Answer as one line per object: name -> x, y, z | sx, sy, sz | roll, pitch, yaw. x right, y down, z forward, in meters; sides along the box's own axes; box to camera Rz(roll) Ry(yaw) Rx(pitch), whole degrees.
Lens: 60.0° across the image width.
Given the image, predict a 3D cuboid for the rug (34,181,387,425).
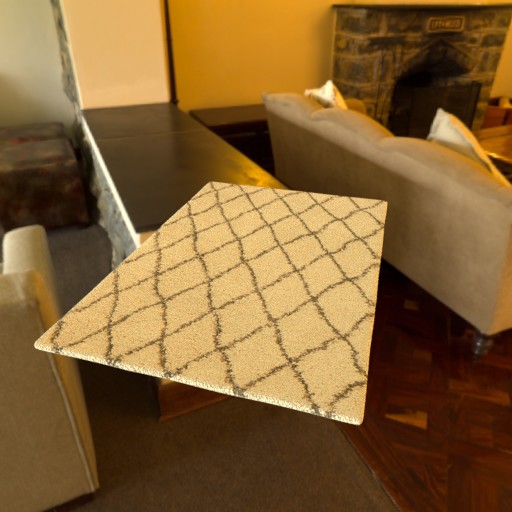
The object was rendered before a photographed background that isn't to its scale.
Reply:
rug -> 0.000, 0.000, 2.249 | 1.219, 0.030, 1.778 | 9, 31, 14
